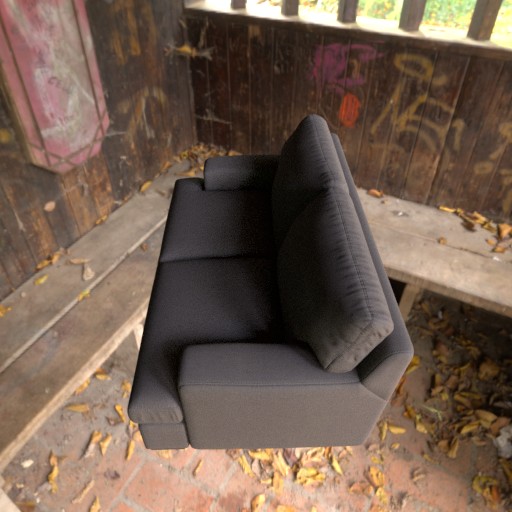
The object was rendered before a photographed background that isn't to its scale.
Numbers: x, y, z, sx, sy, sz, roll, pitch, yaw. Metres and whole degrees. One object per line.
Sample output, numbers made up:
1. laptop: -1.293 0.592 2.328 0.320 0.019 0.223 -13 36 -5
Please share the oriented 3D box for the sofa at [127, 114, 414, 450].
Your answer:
1. sofa: 0.000 0.000 2.488 1.143 0.940 1.880 -1 41 -1
